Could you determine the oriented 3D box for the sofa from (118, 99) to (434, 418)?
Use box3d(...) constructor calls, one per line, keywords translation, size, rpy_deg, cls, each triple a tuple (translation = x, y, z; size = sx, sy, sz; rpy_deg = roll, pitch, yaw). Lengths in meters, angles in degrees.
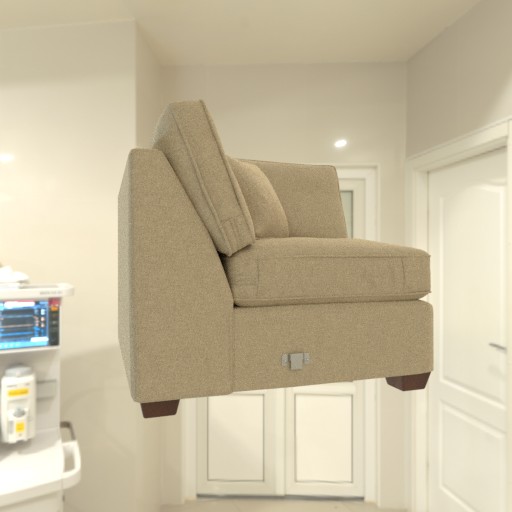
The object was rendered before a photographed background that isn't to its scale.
box3d(translation=(0.000, 0.000, 1.971), size=(1.146, 1.002, 1.084), rpy_deg=(0, 0, -19), cls="sofa")
